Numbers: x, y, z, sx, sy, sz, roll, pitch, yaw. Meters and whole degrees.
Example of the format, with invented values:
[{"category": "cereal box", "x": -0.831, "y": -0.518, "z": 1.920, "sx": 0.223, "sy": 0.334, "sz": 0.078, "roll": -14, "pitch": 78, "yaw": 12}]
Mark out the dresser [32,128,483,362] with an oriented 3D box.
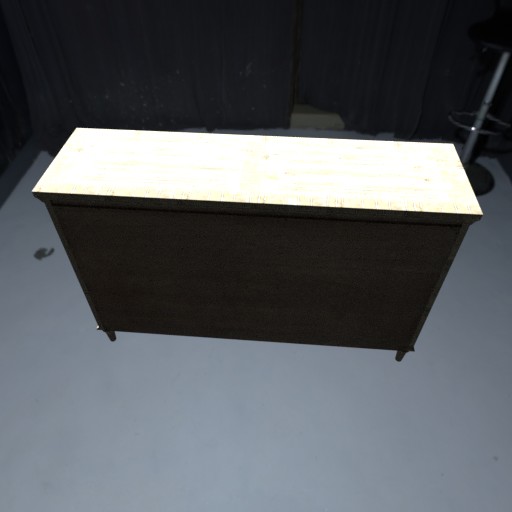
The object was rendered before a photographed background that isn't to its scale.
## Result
[{"category": "dresser", "x": 0.000, "y": 0.000, "z": 2.113, "sx": 1.626, "sy": 1.016, "sz": 0.457, "roll": 3, "pitch": 46, "yaw": 3}]
